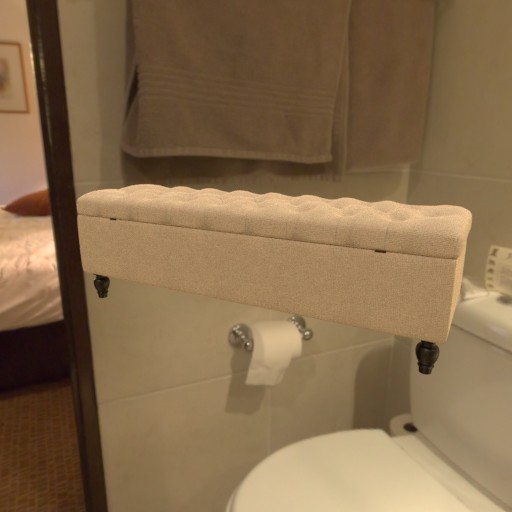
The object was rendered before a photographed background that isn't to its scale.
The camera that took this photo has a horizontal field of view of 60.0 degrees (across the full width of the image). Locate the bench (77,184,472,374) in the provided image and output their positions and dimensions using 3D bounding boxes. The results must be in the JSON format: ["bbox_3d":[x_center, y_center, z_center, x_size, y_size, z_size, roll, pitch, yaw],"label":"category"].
[{"bbox_3d":[0.000,0.000,1.743,1.480,0.467,0.455,8,17,27],"label":"bench"}]
